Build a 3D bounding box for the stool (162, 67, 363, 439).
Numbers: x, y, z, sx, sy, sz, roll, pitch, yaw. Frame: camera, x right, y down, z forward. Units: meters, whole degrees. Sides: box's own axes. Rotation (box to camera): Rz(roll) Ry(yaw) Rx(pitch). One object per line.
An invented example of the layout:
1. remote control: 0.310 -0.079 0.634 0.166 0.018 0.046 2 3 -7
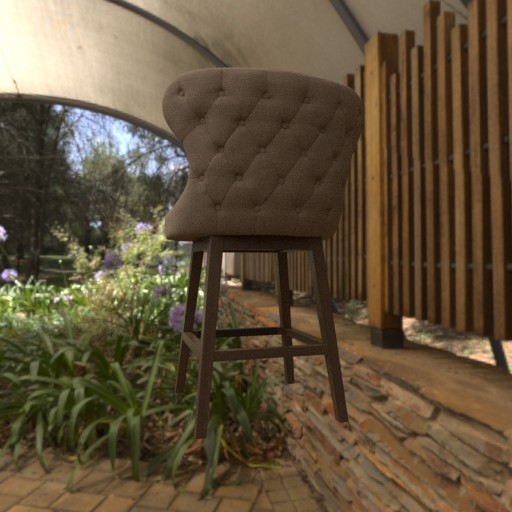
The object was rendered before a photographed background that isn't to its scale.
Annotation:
1. stool: 0.000 0.000 1.422 0.615 0.972 0.597 0 -1 -17
